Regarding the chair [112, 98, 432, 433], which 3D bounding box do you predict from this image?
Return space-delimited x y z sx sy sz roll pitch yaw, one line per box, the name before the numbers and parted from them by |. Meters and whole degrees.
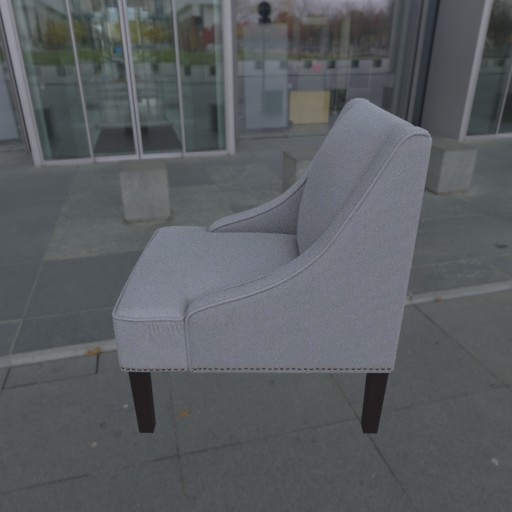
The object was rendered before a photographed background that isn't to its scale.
chair | 0.000 0.000 1.373 0.747 0.867 0.631 0 26 0
